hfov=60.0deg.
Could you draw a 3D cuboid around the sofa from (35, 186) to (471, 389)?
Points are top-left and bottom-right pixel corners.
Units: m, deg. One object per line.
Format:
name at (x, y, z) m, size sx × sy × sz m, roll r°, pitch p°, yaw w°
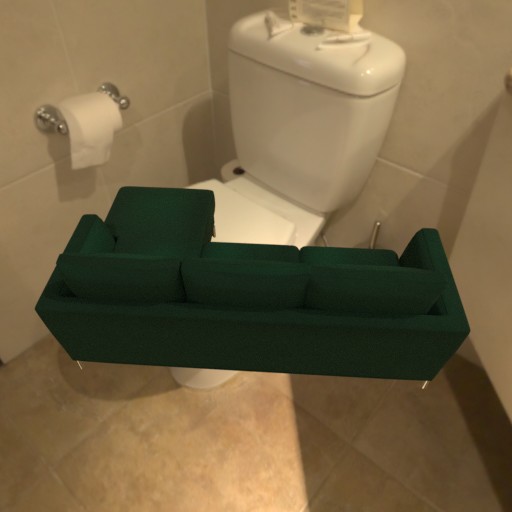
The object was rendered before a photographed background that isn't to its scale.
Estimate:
sofa at (0.000, 0.000, 3.138) m, size 2.441 × 1.007 × 1.489 m, roll 3°, pitch 45°, yaw 3°
